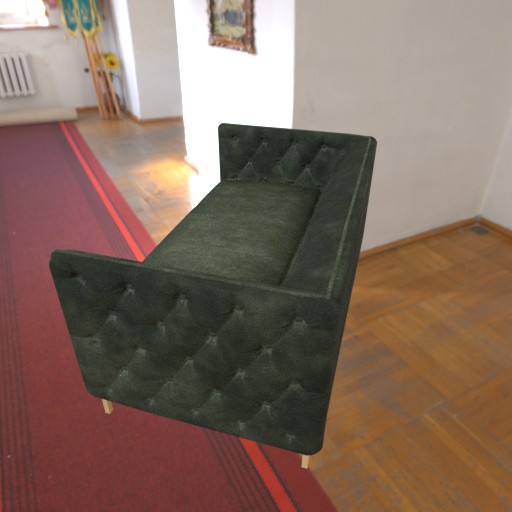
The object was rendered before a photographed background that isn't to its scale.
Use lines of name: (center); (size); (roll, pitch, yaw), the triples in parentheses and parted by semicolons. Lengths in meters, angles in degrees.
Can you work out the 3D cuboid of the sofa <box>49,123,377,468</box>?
sofa: (0.000, 0.000, 2.024); (0.895, 0.768, 1.537); (9, 33, 14)
